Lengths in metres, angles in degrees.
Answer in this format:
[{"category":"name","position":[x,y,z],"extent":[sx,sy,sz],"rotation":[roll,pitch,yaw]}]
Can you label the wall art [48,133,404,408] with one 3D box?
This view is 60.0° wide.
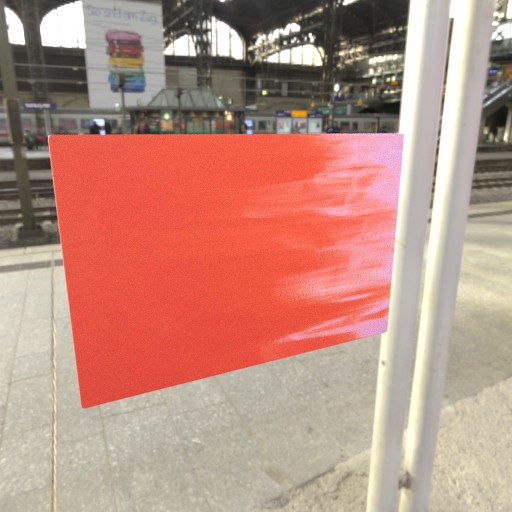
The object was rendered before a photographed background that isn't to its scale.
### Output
[{"category":"wall art","position":[0.000,0.000,1.148],"extent":[0.913,0.609,0.040],"rotation":[-8,18,-25]}]
